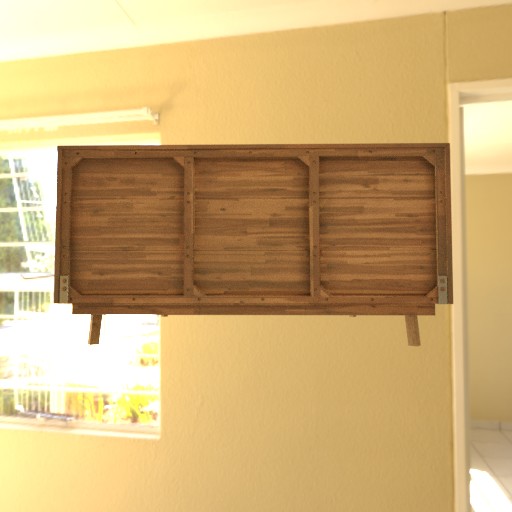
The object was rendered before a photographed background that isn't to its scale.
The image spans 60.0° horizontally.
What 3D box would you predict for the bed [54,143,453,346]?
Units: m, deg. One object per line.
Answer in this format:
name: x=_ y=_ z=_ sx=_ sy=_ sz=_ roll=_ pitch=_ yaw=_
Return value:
bed: x=0.000 y=0.000 z=3.433 sx=2.116 sy=1.100 sz=2.167 roll=0 pitch=-3 yaw=1
